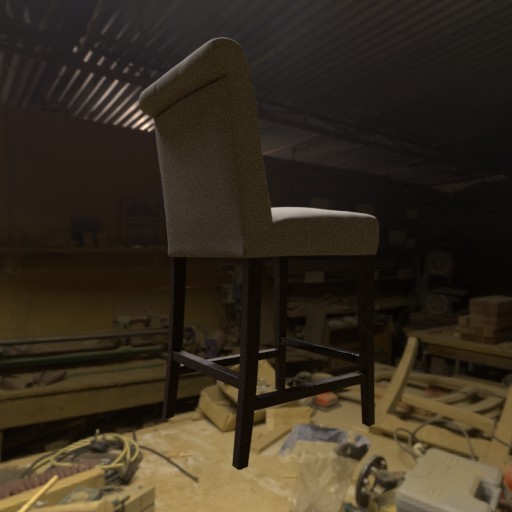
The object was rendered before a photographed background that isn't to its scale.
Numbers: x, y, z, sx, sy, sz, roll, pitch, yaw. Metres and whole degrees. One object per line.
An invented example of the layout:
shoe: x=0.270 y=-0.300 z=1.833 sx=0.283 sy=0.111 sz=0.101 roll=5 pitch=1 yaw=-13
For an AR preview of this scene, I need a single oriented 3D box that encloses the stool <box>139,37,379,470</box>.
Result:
stool: x=0.000 y=0.000 z=1.370 sx=0.601 sy=1.040 sz=0.493 roll=0 pitch=0 yaw=-36
